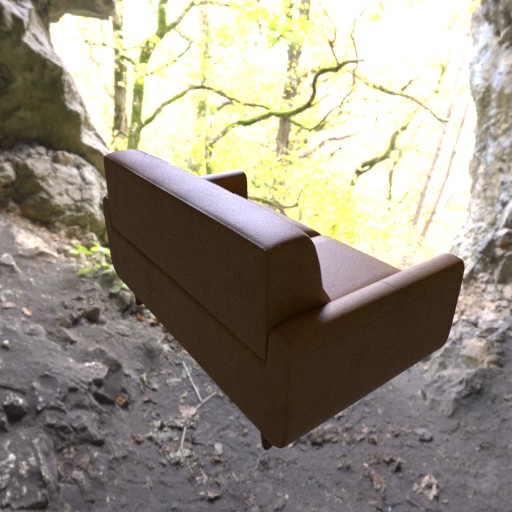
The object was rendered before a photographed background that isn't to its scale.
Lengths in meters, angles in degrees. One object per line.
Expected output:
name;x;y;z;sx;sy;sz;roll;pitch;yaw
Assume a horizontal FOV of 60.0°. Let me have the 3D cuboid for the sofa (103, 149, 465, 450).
sofa;0.000;0.000;2.207;0.952;0.925;1.651;-18;32;-32
